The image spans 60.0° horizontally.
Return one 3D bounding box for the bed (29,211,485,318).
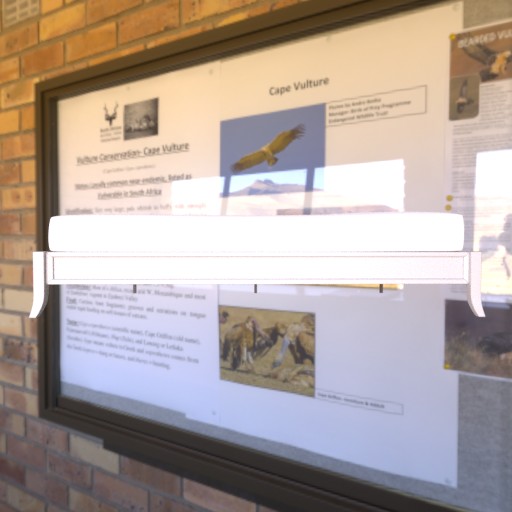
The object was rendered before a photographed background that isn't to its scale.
[{"bbox_3d":[0.000,0.000,3.040,2.108,0.510,2.007,0,2,-1],"label":"bed"}]
